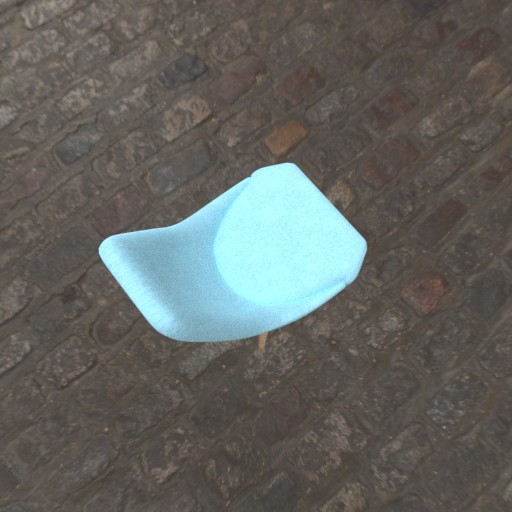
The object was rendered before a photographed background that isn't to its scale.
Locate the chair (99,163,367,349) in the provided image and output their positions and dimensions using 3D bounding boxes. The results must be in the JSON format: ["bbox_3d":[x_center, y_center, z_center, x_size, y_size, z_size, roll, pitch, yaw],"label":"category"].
[{"bbox_3d":[0.000,0.000,1.410,0.660,1.040,0.510,-38,78,-9],"label":"chair"}]
